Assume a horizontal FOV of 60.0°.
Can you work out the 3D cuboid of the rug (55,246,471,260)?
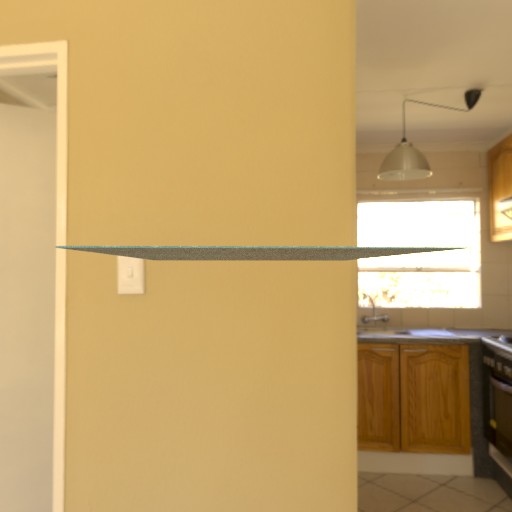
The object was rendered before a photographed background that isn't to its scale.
[{"bbox_3d":[0.000,0.000,3.994,2.363,0.012,2.980,0,-2,-2],"label":"rug"}]
